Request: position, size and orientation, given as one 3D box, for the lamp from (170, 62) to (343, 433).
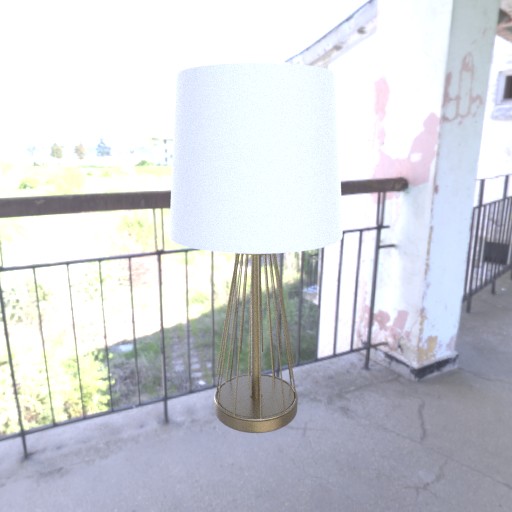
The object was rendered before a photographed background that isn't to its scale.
[{"bbox_3d":[0.000,0.000,0.800,0.303,0.618,0.303,0,14,0],"label":"lamp"}]
